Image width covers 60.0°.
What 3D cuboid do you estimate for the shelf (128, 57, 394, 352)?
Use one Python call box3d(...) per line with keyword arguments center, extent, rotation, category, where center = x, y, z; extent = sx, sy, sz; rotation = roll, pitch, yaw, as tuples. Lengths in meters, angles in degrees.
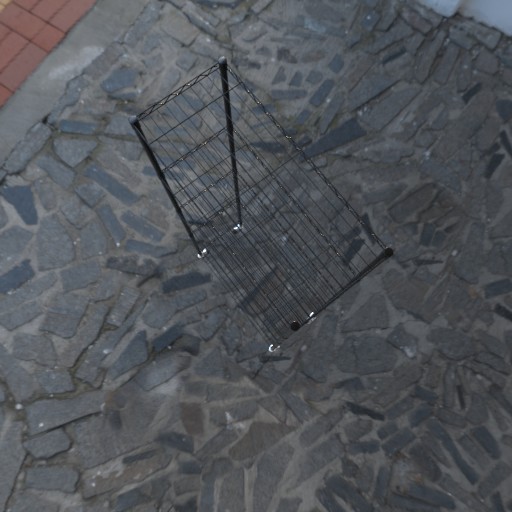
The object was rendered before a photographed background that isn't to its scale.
box3d(center=(0.000, 0.000, 1.988), extent=(0.356, 1.645, 0.762), rotation=(-37, 79, -8), category="shelf")
